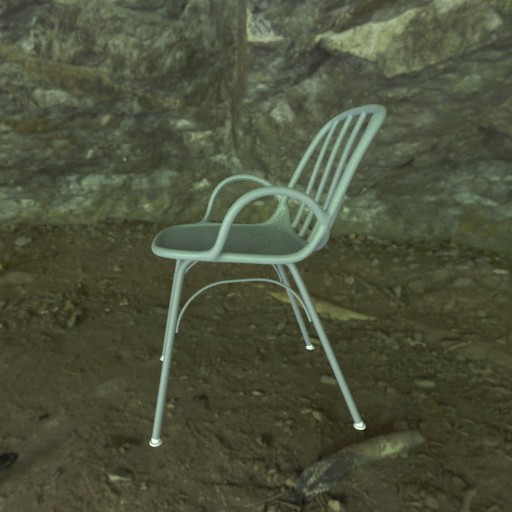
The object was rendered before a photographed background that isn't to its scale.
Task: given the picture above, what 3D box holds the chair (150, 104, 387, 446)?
[{"bbox_3d":[0.000,0.000,1.258,0.597,0.816,0.549,-2,13,-8],"label":"chair"}]
